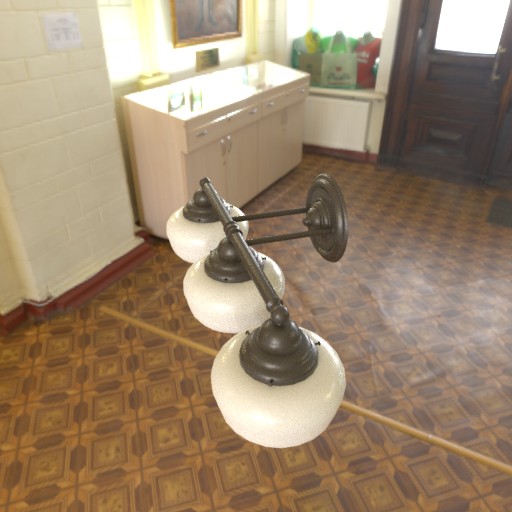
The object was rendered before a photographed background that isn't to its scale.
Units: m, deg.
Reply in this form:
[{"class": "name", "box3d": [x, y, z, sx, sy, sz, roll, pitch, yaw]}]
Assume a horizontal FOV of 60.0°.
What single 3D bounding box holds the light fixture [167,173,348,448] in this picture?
[{"class": "light fixture", "box3d": [0.000, 0.000, 0.707, 0.239, 0.242, 0.587, -9, 32, -15]}]
